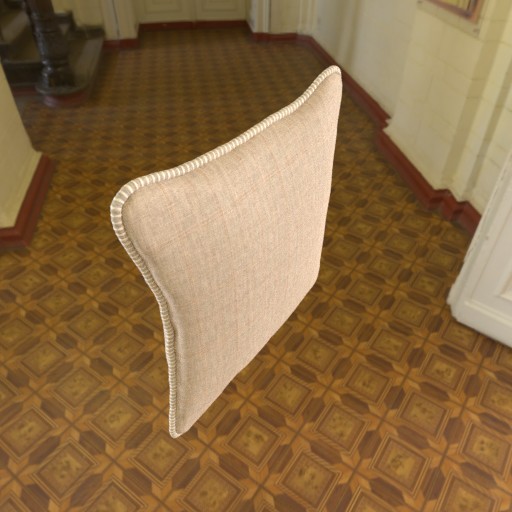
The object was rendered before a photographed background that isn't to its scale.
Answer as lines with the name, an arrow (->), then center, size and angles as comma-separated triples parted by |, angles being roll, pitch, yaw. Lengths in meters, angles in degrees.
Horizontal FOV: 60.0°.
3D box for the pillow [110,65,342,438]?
pillow -> 0.000, 0.000, 0.726 | 0.124, 0.494, 0.485 | 25, 47, 26
